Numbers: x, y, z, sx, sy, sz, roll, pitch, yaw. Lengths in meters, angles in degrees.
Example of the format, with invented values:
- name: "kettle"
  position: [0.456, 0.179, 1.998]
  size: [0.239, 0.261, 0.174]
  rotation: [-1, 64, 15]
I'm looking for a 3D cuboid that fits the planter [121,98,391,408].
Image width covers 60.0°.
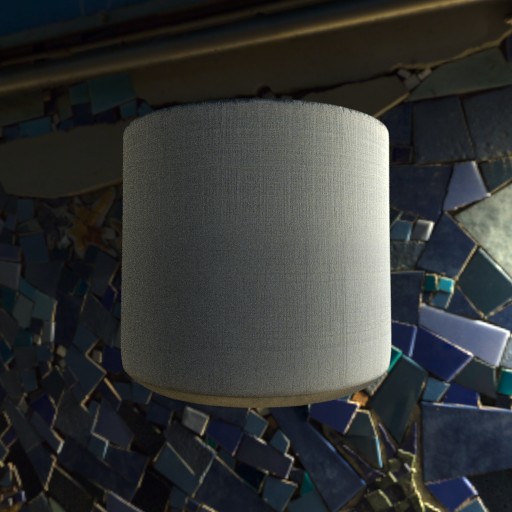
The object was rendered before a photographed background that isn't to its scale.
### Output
- name: "planter"
  position: [0.000, 0.000, 0.387]
  size: [0.226, 0.201, 0.226]
  rotation: [0, 0, 0]
